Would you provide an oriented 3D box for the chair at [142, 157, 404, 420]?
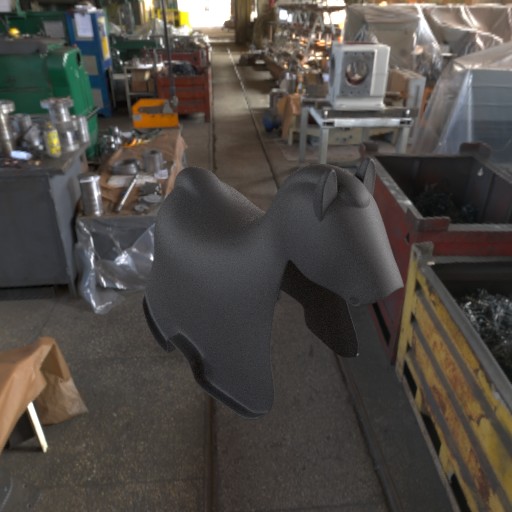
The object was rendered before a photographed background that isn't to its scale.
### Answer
[{"bbox_3d":[0.000,0.000,1.107,0.429,0.612,0.800,-21,36,-33],"label":"chair"}]
